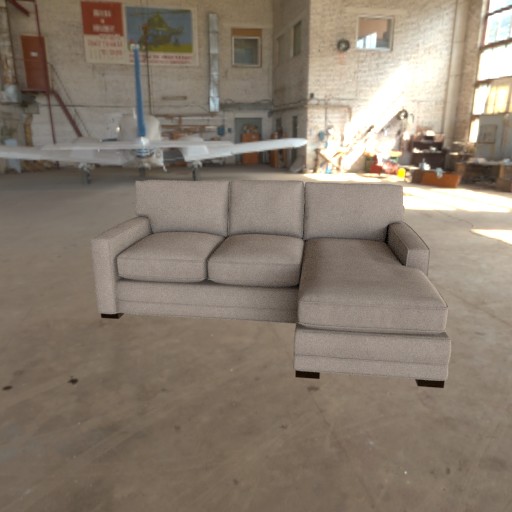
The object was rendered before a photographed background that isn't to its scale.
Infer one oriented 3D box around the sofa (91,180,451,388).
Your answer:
[{"bbox_3d":[0.000,0.000,2.878,2.087,0.861,1.496,2,16,8],"label":"sofa"}]
